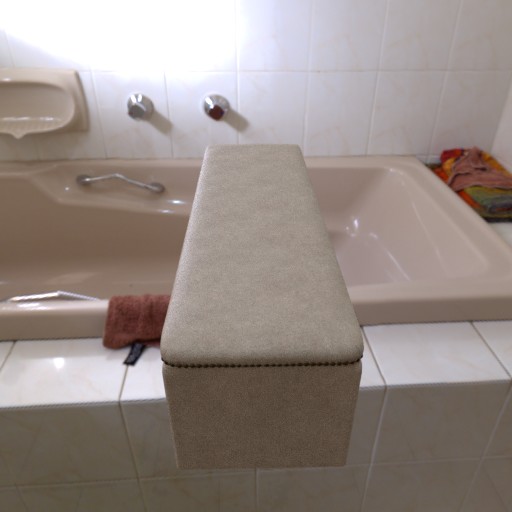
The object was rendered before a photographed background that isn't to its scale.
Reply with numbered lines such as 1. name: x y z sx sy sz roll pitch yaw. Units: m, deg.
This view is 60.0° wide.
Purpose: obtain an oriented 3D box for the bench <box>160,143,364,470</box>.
1. bench: 0.000 0.000 1.700 0.470 0.447 1.482 -1 32 -1
